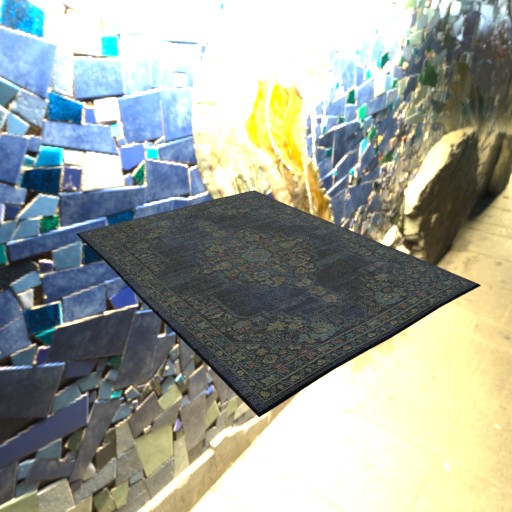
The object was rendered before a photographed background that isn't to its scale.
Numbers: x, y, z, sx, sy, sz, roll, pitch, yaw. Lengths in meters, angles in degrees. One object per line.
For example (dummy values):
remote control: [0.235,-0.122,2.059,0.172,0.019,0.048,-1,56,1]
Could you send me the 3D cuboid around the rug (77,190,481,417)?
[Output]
rug: [0.000,0.000,4.816,2.716,0.035,3.612,-19,32,-33]
